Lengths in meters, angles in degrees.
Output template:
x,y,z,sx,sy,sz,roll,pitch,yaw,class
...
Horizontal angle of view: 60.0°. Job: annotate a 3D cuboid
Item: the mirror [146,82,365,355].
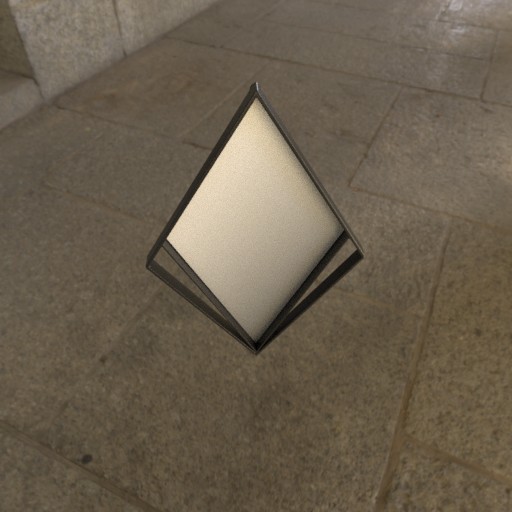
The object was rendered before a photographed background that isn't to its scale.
x,y,z,sx,sy,sz,roll,pitch,yaw,class
0.000,0.000,0.855,0.419,0.679,0.032,-3,46,-3,mirror
